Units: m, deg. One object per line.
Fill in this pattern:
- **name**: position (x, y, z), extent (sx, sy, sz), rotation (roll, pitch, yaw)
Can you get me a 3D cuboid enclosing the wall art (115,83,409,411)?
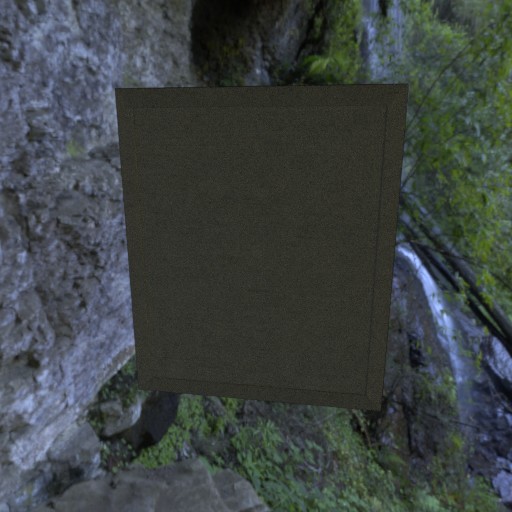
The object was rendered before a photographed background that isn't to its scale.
- **wall art**: position (0.000, 0.000, 0.638), extent (0.381, 0.457, 0.023), rotation (2, 15, 9)
